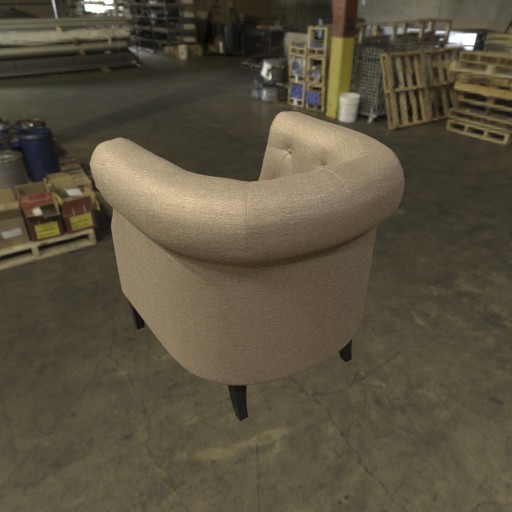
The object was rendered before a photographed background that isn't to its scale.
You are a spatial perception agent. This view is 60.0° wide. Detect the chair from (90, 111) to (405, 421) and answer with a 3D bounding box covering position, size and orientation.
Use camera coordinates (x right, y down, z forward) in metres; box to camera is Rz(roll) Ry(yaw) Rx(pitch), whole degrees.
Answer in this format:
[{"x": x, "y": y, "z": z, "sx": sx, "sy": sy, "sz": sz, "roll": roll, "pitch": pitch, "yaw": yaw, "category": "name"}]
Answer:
[{"x": 0.000, "y": 0.000, "z": 1.583, "sx": 0.905, "sy": 0.827, "sz": 0.852, "roll": -19, "pitch": 35, "yaw": -29, "category": "chair"}]
